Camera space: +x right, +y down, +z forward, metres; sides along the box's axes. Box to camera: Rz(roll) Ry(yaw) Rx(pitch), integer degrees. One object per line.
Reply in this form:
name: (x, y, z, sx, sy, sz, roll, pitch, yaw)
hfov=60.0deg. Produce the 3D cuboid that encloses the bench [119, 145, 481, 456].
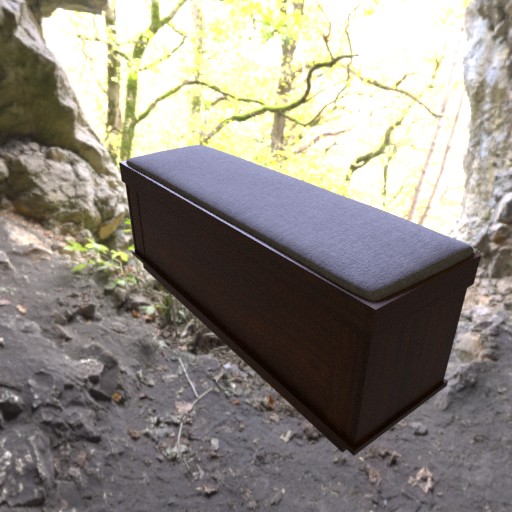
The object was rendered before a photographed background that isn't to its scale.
bench: (0.000, 0.000, 1.396, 0.367, 0.468, 1.196, -19, 33, -32)
